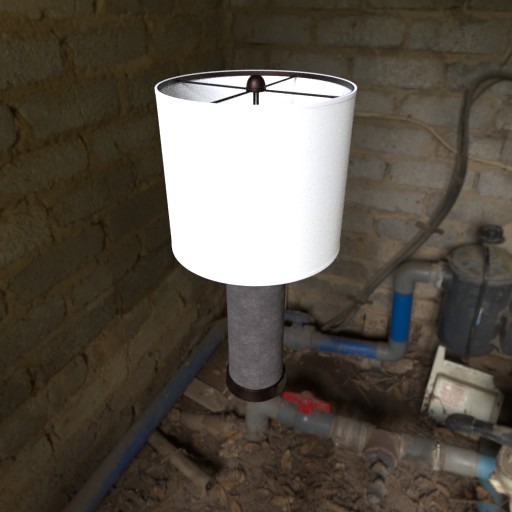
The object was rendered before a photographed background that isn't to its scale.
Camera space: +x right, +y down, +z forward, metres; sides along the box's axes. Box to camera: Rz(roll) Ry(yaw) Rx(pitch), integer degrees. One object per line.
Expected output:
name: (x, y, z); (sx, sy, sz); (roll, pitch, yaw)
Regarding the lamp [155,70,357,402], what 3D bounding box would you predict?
lamp: (0.000, 0.000, 0.823); (0.301, 0.630, 0.301); (-8, 31, -13)
